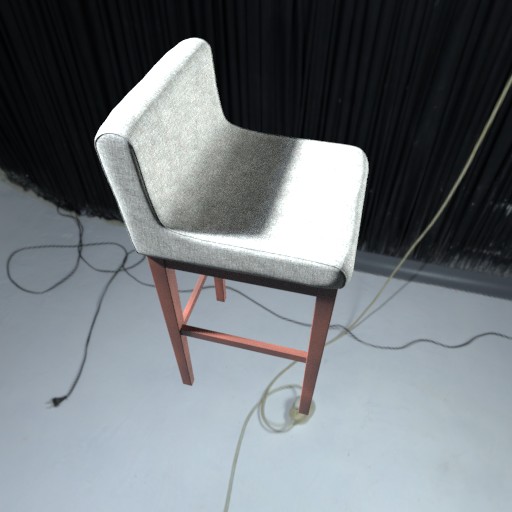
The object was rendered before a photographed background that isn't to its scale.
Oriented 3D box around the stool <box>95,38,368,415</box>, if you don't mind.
[{"bbox_3d":[0.000,0.000,1.208,0.499,0.965,0.426,11,48,10],"label":"stool"}]
